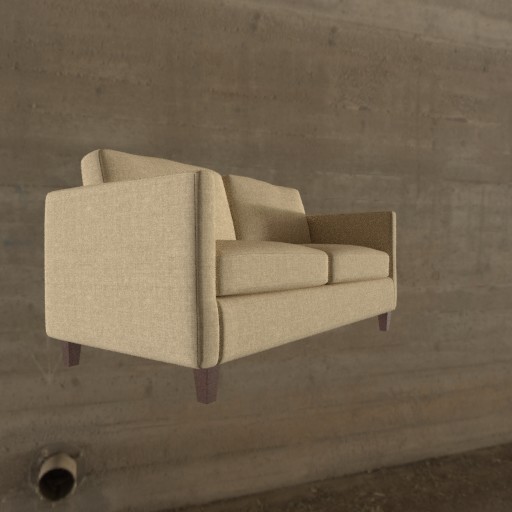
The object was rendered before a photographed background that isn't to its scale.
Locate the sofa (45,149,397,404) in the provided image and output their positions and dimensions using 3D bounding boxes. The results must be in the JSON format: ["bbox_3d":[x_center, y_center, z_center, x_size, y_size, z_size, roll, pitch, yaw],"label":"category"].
[{"bbox_3d":[0.000,0.000,2.399,0.950,0.963,1.884,0,1,36],"label":"sofa"}]
